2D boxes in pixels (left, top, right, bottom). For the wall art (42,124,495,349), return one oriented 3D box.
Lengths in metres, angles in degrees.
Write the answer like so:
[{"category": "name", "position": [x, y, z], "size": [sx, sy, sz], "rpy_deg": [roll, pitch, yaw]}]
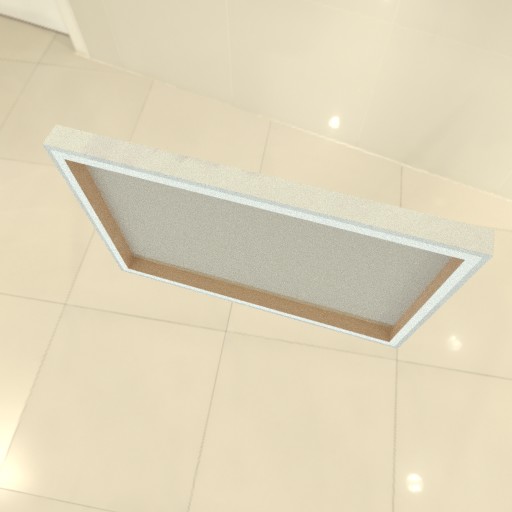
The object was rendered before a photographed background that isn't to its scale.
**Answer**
[{"category": "wall art", "position": [0.000, 0.000, 0.764], "size": [0.609, 0.407, 0.038], "rpy_deg": [15, 64, 8]}]
